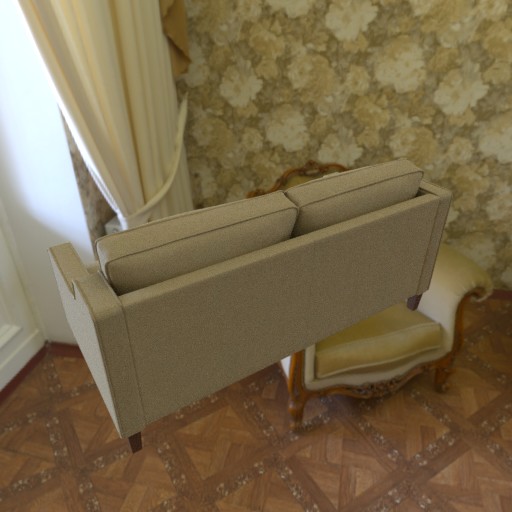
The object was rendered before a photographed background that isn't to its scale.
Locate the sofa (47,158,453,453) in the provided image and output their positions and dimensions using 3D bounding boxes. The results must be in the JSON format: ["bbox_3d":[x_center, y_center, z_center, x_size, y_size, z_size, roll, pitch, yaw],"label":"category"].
[{"bbox_3d":[0.000,0.000,2.739,2.178,1.071,1.066,-19,36,-28],"label":"sofa"}]
